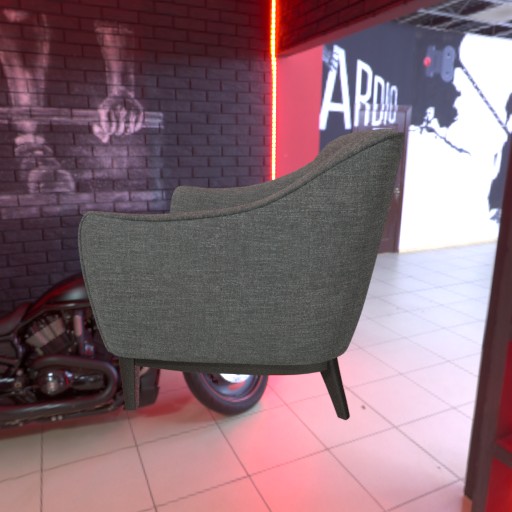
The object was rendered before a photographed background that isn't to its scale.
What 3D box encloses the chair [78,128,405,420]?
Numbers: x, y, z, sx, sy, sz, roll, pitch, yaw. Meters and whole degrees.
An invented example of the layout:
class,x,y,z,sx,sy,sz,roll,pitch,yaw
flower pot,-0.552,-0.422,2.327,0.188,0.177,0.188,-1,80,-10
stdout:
class,x,y,z,sx,sy,sz,roll,pitch,yaw
chair,0.000,0.000,1.536,0.851,0.829,0.870,2,14,7
